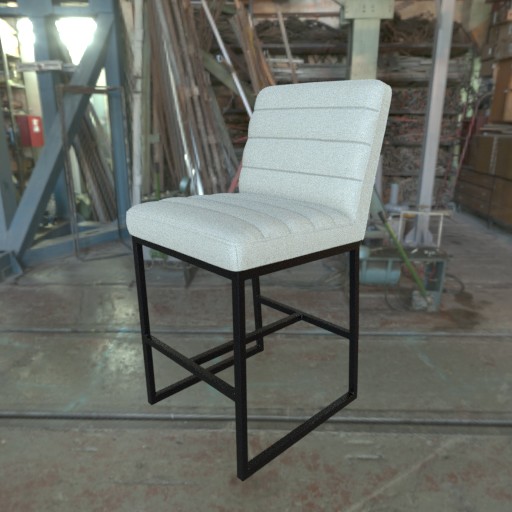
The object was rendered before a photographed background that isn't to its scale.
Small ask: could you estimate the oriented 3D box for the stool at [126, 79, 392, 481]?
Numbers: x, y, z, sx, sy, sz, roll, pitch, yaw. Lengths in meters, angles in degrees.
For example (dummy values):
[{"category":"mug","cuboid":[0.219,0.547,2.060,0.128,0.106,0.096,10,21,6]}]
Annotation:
[{"category":"stool","cuboid":[0.000,0.000,1.254,0.560,0.940,0.460,-16,23,-41]}]
